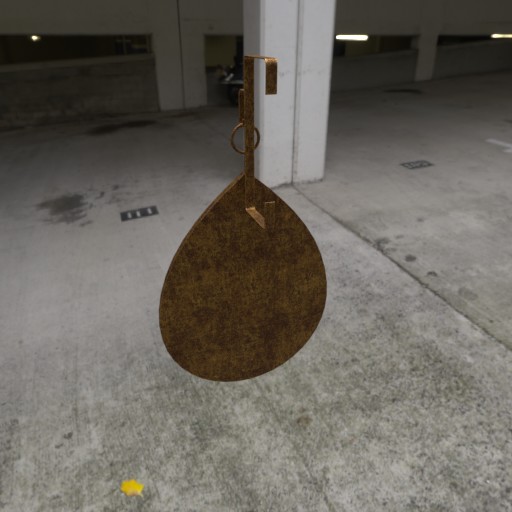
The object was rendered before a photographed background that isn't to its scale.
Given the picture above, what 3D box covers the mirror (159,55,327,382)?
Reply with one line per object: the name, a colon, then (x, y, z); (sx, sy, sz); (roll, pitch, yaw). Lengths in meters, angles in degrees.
mirror: (0.000, 0.000, 0.905); (0.405, 0.744, 0.144); (-9, 28, -18)
